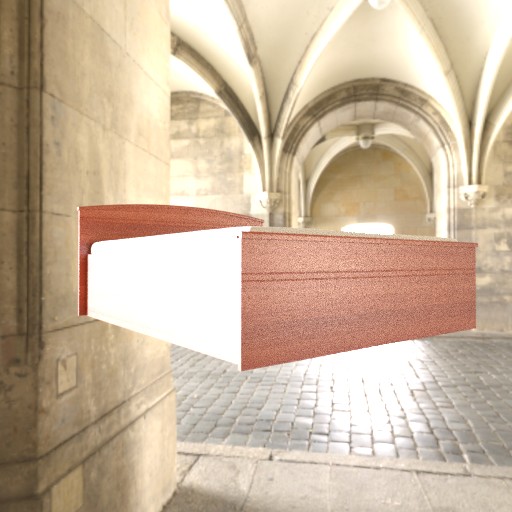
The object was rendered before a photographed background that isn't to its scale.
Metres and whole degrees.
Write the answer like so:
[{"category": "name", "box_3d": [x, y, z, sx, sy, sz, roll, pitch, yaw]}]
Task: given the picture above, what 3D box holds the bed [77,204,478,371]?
[{"category": "bed", "box_3d": [0.000, 0.000, 2.885, 1.683, 0.848, 2.053, 1, -1, -37]}]
